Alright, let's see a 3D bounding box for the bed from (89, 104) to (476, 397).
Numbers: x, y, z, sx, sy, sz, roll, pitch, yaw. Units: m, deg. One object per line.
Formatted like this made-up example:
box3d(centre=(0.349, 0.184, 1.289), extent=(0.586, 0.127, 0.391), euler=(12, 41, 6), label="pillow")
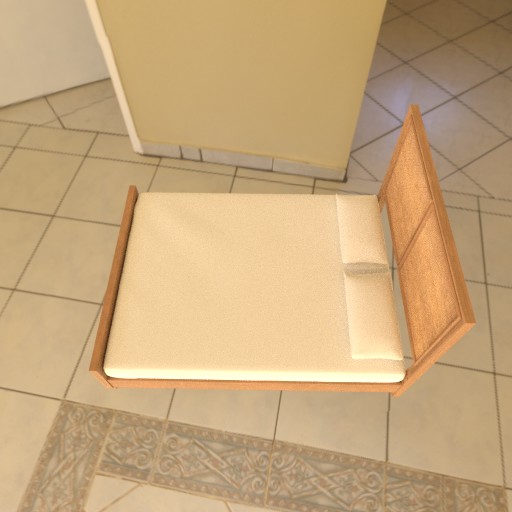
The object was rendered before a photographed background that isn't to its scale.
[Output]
box3d(centre=(0.000, 0.000, 3.193), extent=(2.184, 1.387, 1.606), euler=(1, 58, 1), label="bed")
